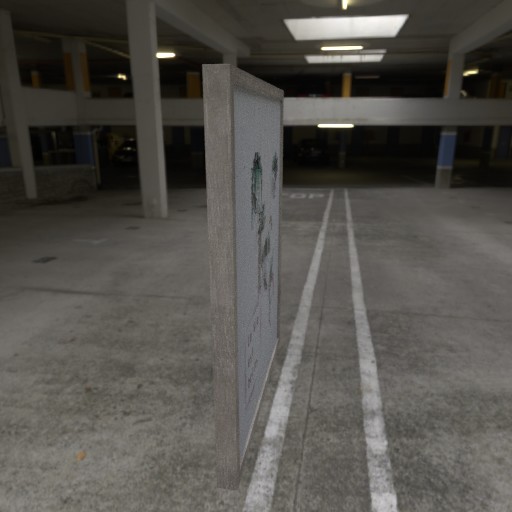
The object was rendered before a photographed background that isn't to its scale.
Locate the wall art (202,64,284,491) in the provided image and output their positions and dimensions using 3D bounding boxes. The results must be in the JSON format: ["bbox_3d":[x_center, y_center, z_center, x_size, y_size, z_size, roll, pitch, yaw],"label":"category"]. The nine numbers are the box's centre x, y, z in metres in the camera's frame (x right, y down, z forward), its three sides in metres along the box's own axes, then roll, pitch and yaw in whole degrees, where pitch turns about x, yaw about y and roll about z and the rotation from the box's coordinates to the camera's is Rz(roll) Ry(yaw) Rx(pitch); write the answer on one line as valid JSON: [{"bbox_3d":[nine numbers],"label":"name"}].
[{"bbox_3d":[0.000,0.000,0.711,0.032,0.521,0.421,3,17,10],"label":"wall art"}]
